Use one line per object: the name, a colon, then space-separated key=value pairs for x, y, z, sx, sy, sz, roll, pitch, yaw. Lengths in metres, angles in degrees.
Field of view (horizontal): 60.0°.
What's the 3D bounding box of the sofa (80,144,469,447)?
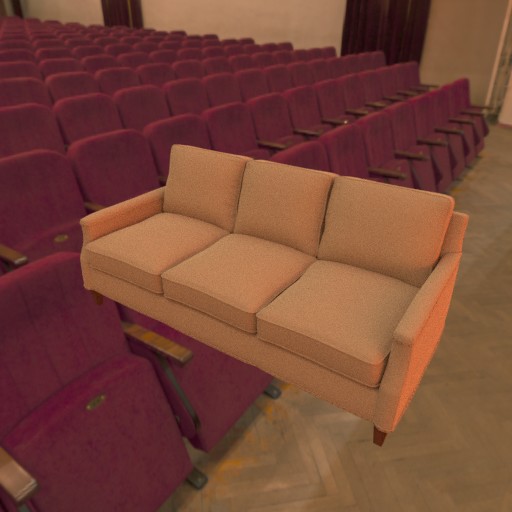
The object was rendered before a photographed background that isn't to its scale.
sofa: x=0.000 y=0.000 z=2.792 sx=2.246 sy=1.003 sz=1.084 roll=18 pitch=33 yaw=30
